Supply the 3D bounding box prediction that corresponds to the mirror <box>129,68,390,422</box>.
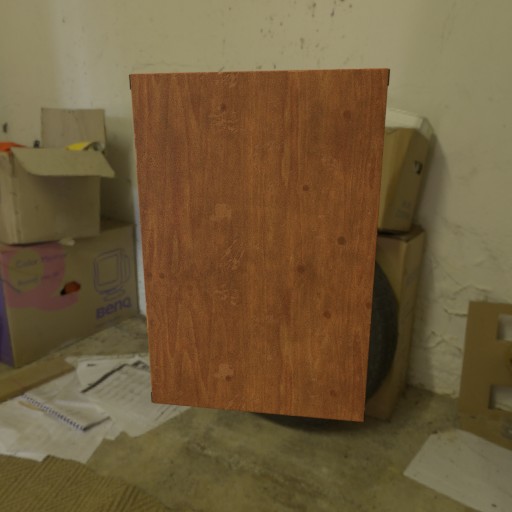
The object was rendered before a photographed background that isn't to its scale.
[{"bbox_3d":[0.000,0.000,0.987,0.517,0.761,0.053,2,15,8],"label":"mirror"}]
